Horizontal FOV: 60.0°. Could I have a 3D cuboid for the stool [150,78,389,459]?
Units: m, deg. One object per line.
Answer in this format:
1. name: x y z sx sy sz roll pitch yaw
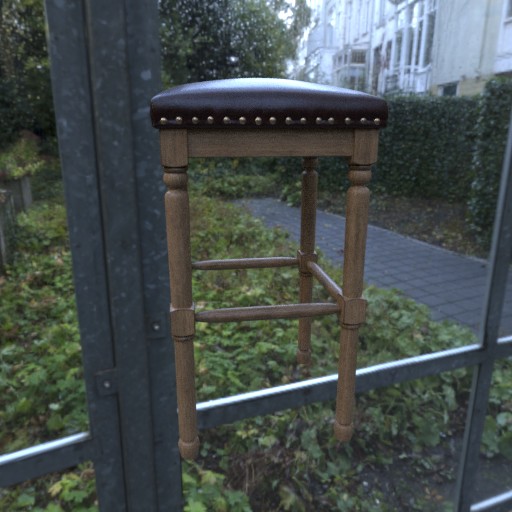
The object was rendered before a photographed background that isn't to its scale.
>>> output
1. stool: 0.000 0.000 0.946 0.382 0.702 0.383 -2 16 -9
